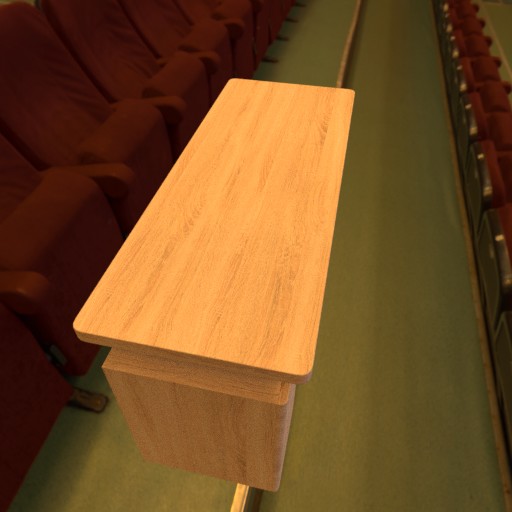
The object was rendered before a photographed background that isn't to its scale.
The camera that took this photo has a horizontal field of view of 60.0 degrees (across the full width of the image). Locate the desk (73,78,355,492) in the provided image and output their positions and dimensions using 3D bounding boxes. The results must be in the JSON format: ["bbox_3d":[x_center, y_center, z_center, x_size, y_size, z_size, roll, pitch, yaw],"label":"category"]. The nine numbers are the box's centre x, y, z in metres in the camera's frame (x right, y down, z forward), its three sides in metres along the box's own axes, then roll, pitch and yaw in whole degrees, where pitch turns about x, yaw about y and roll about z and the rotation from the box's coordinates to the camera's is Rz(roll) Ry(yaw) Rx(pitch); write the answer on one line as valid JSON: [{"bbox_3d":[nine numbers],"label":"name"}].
[{"bbox_3d":[0.000,0.000,1.707,0.550,0.760,1.400,9,45,9],"label":"desk"}]
